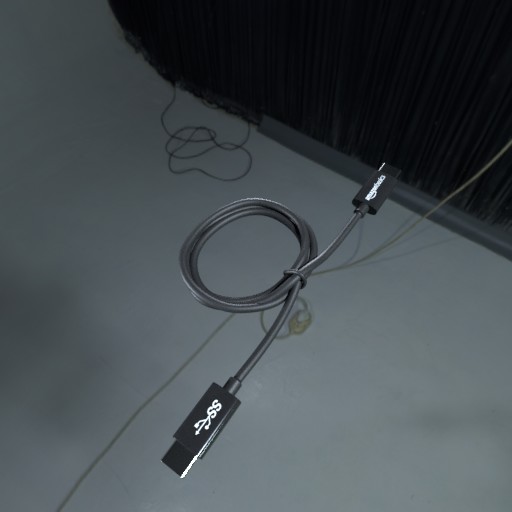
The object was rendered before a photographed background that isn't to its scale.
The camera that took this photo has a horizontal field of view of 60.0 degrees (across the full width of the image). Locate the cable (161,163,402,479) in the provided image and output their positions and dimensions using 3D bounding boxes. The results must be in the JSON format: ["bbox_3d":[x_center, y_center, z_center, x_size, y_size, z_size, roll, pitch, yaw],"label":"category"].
[{"bbox_3d":[0.000,0.000,0.210,0.070,0.014,0.186,30,62,18],"label":"cable"}]
